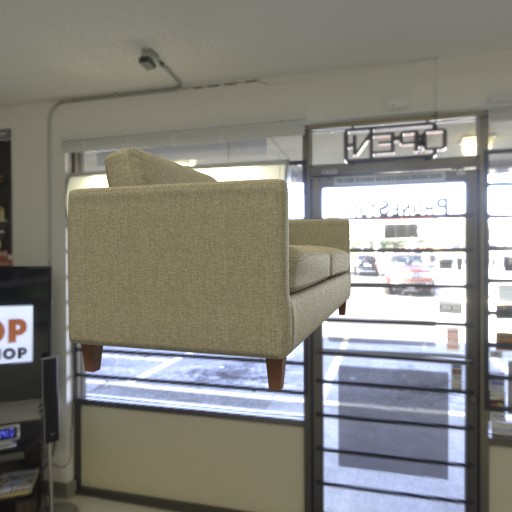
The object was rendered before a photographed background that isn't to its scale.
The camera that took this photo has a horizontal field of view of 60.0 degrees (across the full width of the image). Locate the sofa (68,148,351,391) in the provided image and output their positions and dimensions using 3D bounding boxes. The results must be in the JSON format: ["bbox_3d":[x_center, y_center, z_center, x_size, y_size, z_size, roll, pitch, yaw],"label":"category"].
[{"bbox_3d":[0.000,0.000,2.708,0.956,0.960,2.208,0,1,18],"label":"sofa"}]
